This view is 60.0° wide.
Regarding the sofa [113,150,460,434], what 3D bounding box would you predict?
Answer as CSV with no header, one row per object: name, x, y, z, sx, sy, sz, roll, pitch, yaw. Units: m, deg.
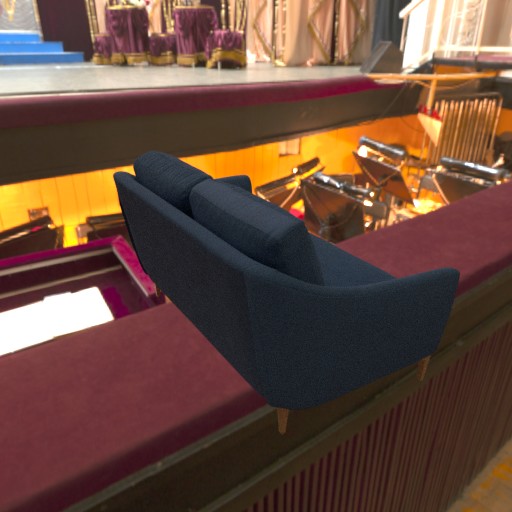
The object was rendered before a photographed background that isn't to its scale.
sofa,0.000,0.000,2.215,0.960,0.902,1.619,-17,31,-30
